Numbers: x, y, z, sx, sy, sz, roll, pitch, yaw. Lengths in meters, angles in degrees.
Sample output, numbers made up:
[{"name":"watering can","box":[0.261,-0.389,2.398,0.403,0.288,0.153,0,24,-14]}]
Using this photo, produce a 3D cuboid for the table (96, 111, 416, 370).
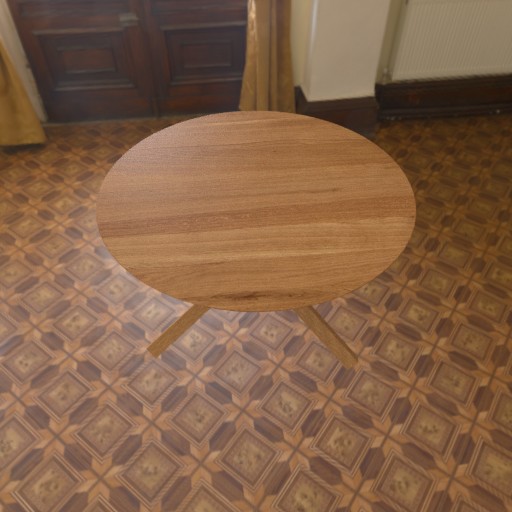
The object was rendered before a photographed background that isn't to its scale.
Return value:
[{"name":"table","box":[0.000,0.000,1.718,1.038,0.666,1.038,0,46,0]}]
